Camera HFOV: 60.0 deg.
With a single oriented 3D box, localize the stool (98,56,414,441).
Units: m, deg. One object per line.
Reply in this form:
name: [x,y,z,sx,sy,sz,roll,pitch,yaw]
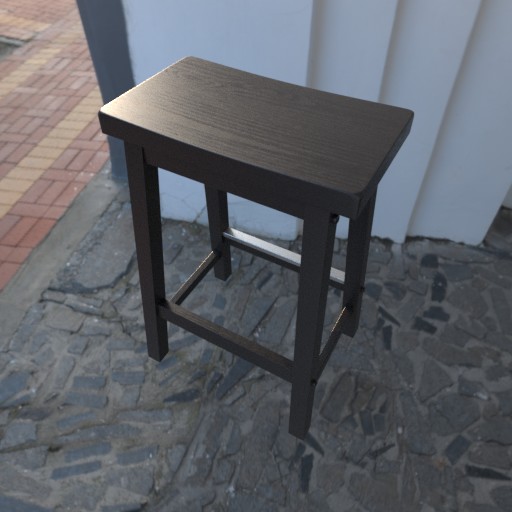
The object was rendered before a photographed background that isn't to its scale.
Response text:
stool: [0.000,0.000,0.863,0.406,0.610,0.322,22,50,20]
